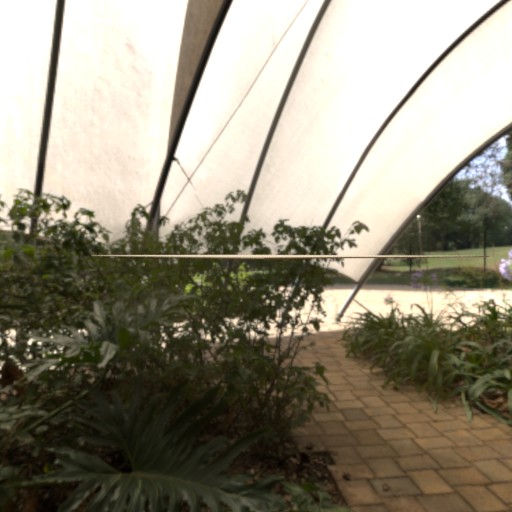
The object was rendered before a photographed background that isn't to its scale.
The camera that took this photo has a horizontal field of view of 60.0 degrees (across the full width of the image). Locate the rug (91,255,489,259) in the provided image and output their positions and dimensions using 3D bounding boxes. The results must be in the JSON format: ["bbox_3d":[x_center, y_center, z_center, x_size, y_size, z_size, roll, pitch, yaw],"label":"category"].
[{"bbox_3d":[0.000,0.000,2.931,1.523,0.006,2.289,0,0,-35],"label":"rug"}]
